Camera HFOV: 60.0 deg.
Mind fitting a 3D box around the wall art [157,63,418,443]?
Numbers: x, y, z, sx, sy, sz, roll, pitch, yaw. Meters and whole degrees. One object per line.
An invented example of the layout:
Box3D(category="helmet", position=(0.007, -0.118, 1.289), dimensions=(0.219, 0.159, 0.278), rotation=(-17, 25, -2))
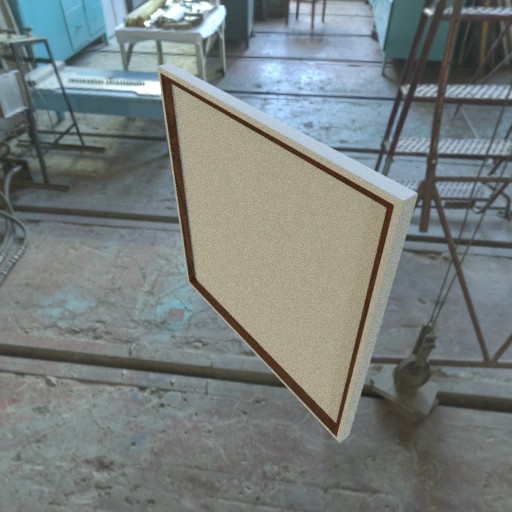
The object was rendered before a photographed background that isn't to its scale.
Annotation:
Box3D(category="wall art", position=(0.000, 0.000, 1.138), dimensions=(0.037, 0.757, 0.757), rotation=(-27, 48, -28))
